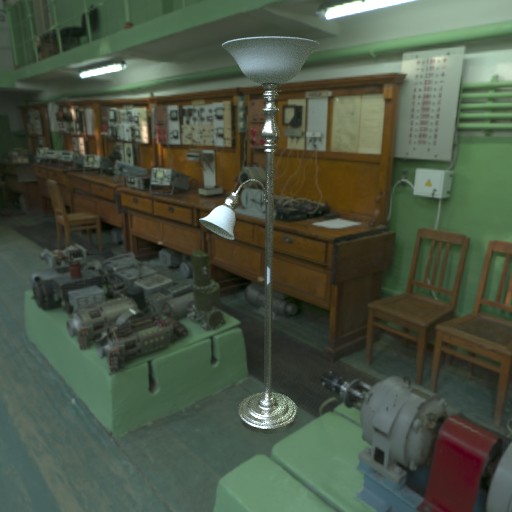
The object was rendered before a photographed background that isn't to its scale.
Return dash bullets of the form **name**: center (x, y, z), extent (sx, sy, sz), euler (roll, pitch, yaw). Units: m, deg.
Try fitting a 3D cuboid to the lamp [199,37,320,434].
- **lamp**: center (0.000, 0.000, 2.039), extent (0.575, 1.785, 0.405), euler (-15, 22, -41)
